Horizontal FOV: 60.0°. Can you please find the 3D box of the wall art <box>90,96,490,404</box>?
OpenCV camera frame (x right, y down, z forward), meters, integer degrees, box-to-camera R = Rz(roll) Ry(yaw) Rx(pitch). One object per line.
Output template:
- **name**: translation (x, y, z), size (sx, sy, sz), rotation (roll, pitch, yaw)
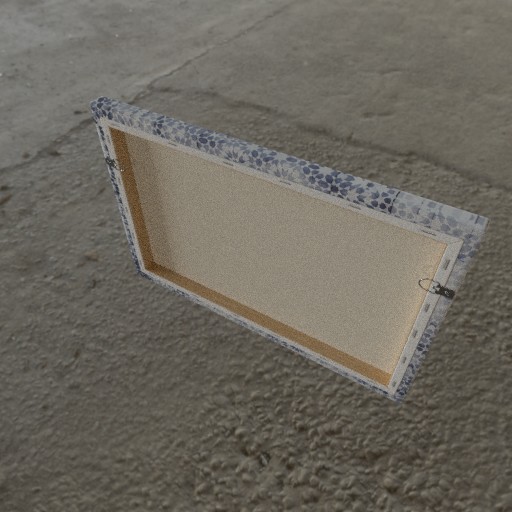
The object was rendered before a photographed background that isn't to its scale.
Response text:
- **wall art**: translation (0.000, 0.000, 0.750), size (0.608, 0.406, 0.030), rotation (23, 49, 21)
